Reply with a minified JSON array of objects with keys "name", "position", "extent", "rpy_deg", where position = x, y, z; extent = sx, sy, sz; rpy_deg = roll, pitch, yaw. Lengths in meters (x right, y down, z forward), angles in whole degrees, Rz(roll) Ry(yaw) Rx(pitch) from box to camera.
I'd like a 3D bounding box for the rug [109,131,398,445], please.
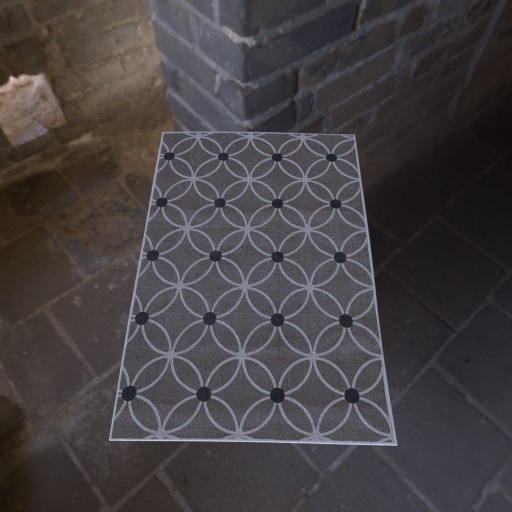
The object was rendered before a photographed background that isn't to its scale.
[{"name":"rug","position":[0.000,0.000,2.909],"extent":[1.522,0.008,2.284],"rpy_deg":[1,59,0]}]
